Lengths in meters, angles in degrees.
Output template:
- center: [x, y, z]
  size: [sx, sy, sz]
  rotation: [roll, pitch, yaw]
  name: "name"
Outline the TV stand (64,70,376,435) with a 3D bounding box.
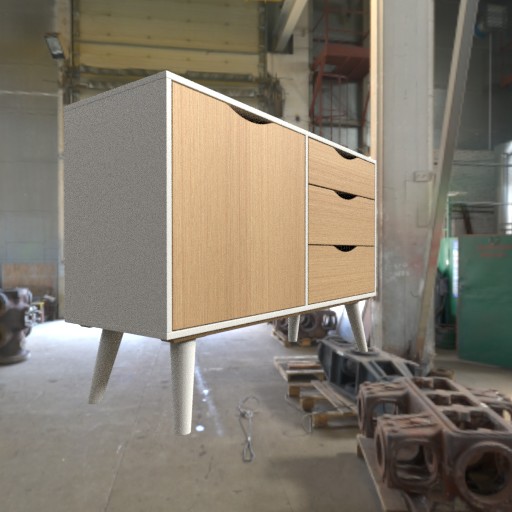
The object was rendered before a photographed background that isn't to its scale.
- center: [0.000, 0.000, 1.556]
  size: [0.406, 0.812, 1.193]
  rotation: [0, 1, 37]
  name: "TV stand"
